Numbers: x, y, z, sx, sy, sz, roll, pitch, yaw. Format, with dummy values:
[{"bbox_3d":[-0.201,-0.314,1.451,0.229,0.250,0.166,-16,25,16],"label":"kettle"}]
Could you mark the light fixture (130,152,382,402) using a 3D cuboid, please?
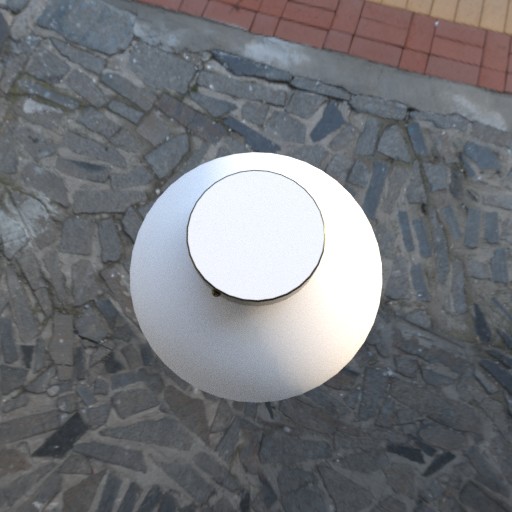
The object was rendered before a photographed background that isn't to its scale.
[{"bbox_3d":[0.000,0.000,0.555,0.355,0.177,0.355,0,74,0],"label":"light fixture"}]
